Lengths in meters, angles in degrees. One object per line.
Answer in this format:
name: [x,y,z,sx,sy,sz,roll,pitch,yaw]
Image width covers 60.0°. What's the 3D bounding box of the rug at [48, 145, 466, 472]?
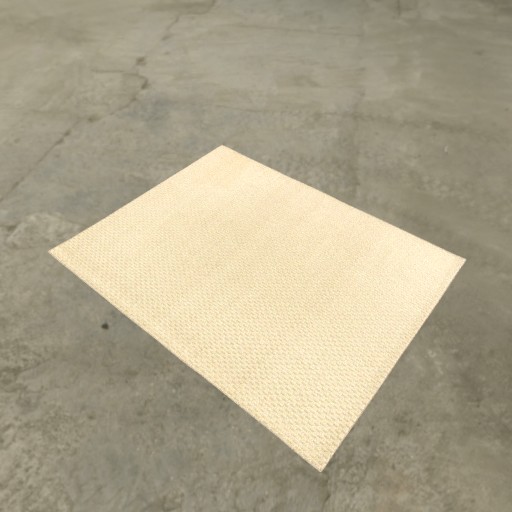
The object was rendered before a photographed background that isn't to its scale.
rug: [0.000,0.000,3.896,2.897,0.035,2.277,31,53,26]
